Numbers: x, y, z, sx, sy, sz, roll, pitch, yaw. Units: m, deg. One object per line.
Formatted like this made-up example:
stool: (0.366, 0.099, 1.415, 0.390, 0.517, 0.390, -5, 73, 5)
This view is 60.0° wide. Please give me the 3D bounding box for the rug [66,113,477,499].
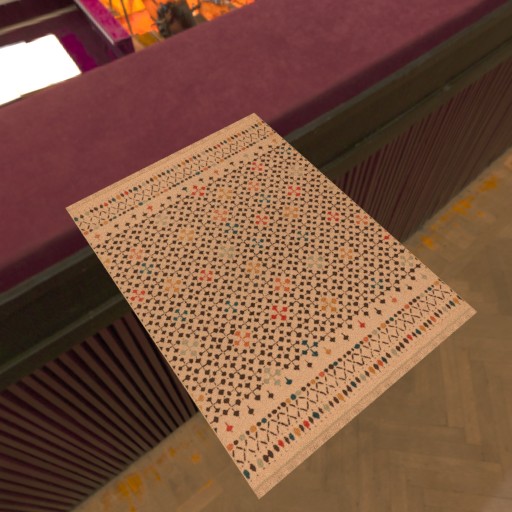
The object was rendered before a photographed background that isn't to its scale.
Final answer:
rug: (0.000, 0.000, 2.005, 1.146, 0.006, 1.556, -32, 63, -19)
